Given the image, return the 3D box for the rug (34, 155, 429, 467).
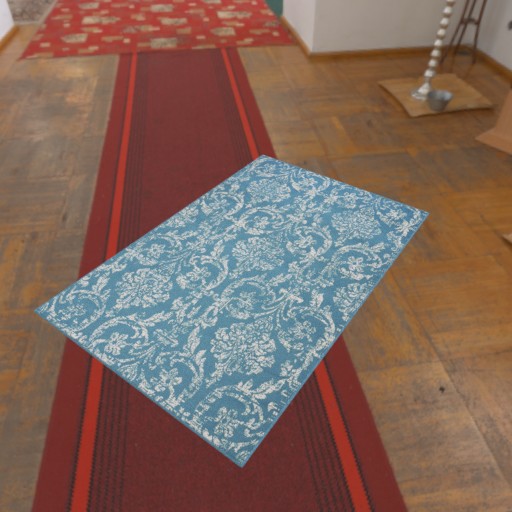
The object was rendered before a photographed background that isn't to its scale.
[{"bbox_3d":[0.000,0.000,3.502,1.816,0.018,2.746,26,47,26],"label":"rug"}]
